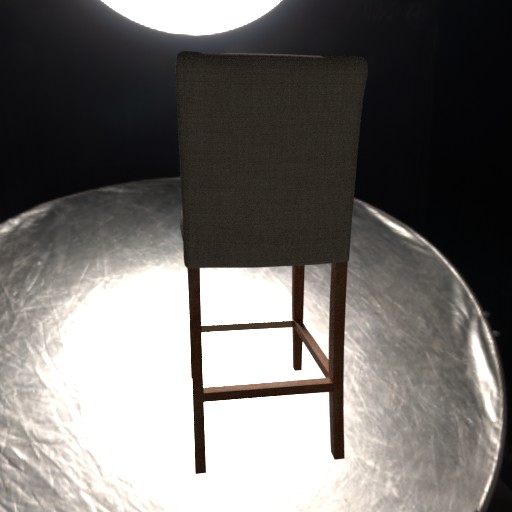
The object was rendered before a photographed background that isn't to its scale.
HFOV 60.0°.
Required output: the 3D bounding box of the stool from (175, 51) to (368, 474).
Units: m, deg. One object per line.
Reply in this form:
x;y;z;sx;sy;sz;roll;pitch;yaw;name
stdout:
0.000;0.000;1.342;0.454;1.039;0.567;-2;13;-8;stool
